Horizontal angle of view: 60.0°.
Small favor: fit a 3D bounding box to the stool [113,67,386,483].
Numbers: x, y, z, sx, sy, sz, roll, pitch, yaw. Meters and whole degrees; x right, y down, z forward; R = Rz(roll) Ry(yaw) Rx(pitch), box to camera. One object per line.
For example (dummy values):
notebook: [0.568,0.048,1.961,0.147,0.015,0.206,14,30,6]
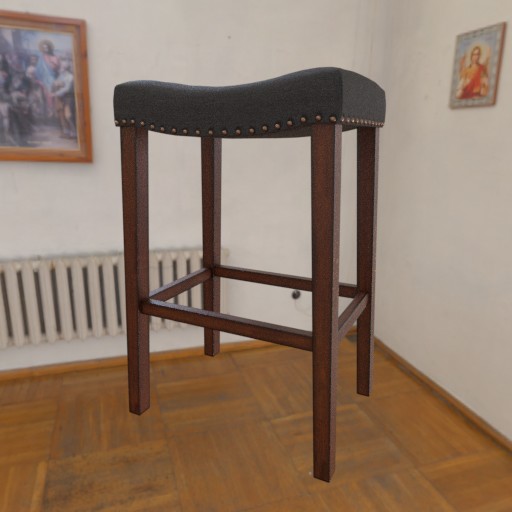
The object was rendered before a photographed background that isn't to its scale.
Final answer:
stool: [0.000,0.000,1.021,0.502,0.760,0.366,8,17,26]
